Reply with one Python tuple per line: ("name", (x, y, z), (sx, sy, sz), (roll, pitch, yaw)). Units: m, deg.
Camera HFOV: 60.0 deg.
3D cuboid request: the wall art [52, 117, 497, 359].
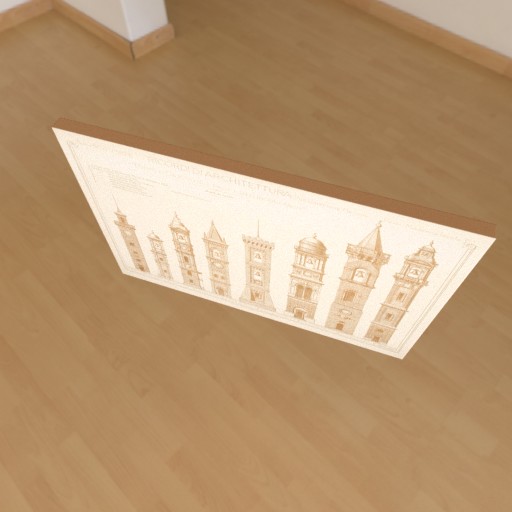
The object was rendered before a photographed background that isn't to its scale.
("wall art", (0.000, 0.000, 1.133), (0.915, 0.608, 0.033), (16, 58, 10))
